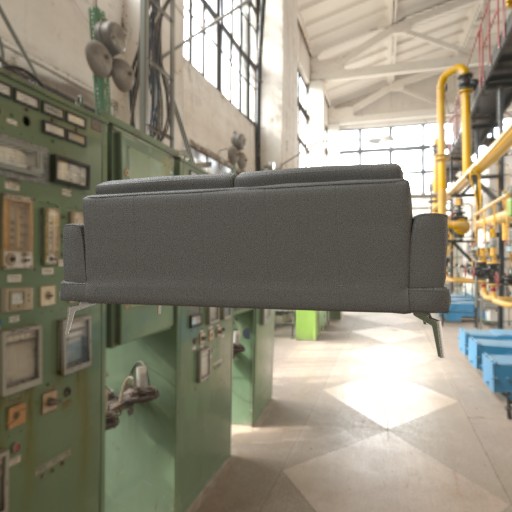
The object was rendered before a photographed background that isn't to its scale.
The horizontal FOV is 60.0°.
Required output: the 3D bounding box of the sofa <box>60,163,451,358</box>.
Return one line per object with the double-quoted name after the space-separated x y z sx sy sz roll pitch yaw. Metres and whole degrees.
0.000 0.000 2.800 2.177 0.930 1.121 0 -1 17 "sofa"
